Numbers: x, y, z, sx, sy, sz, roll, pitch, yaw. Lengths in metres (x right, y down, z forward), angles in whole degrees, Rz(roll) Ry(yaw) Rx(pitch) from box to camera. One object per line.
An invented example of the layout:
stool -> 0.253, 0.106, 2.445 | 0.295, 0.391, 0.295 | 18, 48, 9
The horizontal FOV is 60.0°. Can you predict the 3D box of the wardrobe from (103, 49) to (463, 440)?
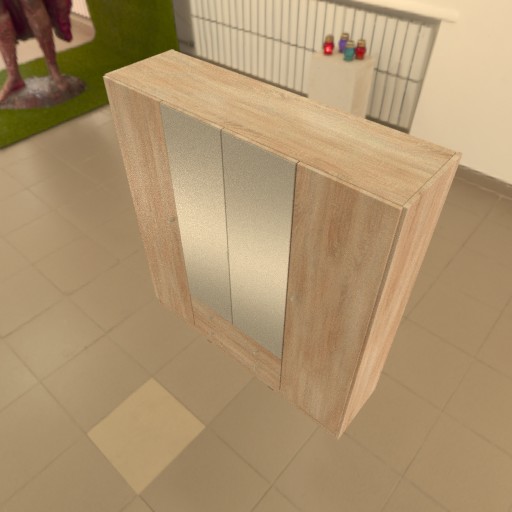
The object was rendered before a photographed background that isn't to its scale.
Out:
wardrobe -> 0.000, 0.000, 3.099 | 1.998, 2.159, 0.598 | 31, 52, 28
